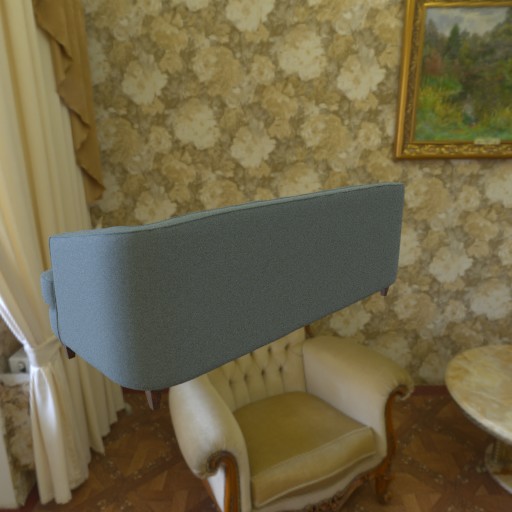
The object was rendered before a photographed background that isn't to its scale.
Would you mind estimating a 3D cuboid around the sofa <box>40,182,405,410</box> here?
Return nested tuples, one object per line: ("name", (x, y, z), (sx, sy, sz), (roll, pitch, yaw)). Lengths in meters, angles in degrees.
("sofa", (0.000, 0.000, 2.735), (2.278, 0.855, 0.941), (-15, 22, -42))
